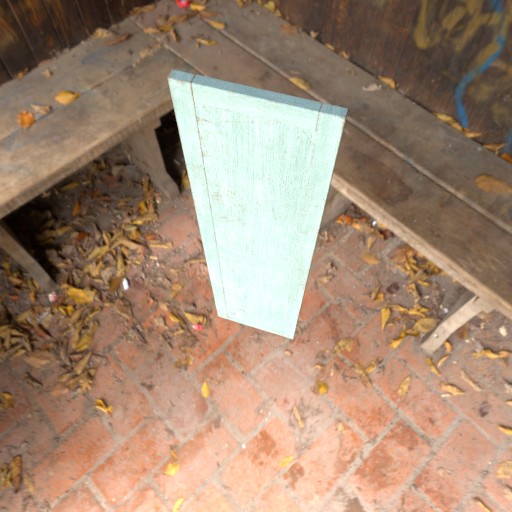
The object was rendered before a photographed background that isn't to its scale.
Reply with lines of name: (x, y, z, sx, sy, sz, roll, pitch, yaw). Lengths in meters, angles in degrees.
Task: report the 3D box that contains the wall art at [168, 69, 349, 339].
wall art: (0.000, 0.000, 1.320, 0.329, 1.219, 0.025, 16, 63, 8)
